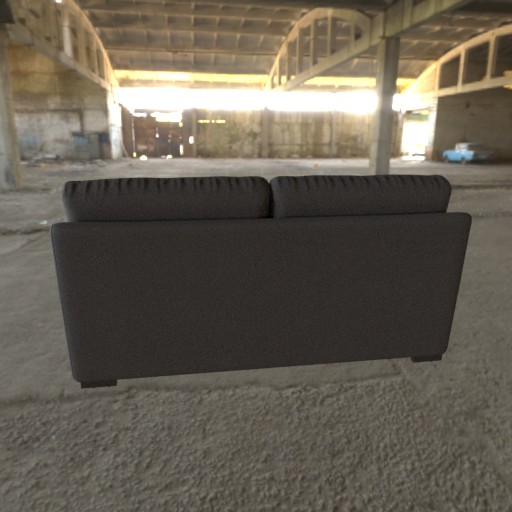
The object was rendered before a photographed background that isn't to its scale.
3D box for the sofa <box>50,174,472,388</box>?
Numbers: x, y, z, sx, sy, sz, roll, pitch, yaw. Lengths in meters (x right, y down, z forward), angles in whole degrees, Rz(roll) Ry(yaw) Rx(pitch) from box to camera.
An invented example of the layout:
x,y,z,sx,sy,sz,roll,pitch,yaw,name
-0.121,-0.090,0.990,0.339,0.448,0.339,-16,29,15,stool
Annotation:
x,y,z,sx,sy,sz,roll,pitch,yaw,name
0.000,0.000,2.466,1.880,0.940,1.143,-2,15,-8,sofa
